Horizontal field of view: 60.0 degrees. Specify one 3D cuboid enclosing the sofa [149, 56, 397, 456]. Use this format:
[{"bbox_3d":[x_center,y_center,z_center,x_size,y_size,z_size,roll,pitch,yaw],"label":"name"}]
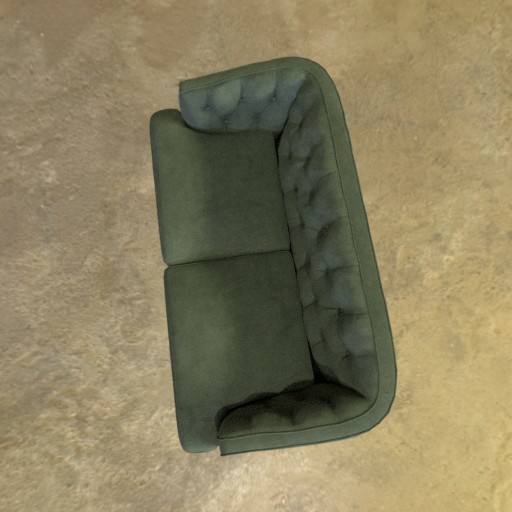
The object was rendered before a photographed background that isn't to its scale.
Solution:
[{"bbox_3d":[0.000,0.000,2.212,0.941,0.855,1.733,-8,76,-2],"label":"sofa"}]
